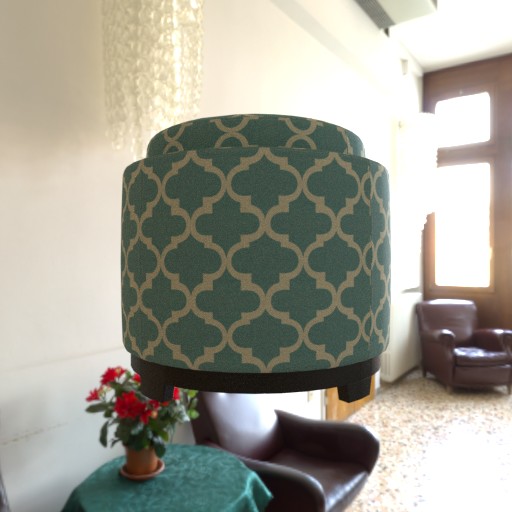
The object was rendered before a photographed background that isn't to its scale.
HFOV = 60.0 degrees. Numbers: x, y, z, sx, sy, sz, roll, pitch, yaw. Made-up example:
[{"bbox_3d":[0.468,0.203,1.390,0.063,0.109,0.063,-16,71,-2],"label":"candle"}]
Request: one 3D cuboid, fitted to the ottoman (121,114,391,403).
[{"bbox_3d":[0.000,0.000,0.822,0.480,0.429,0.480,0,0,0],"label":"ottoman"}]
